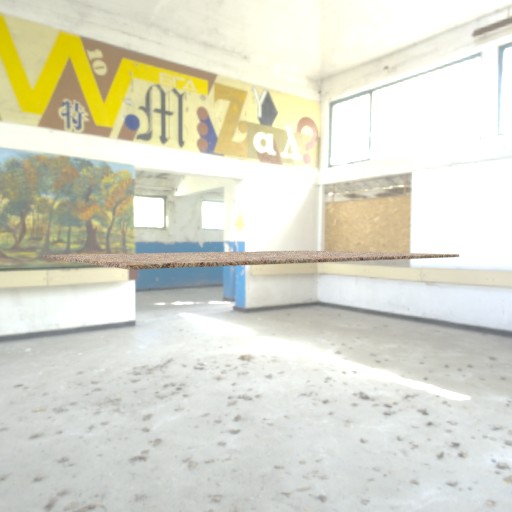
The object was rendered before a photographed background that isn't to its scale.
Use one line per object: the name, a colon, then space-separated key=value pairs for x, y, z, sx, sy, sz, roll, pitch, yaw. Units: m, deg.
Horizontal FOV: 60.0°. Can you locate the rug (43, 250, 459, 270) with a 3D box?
rug: x=0.000 y=0.000 z=2.916 sx=2.285 sy=0.019 sz=1.523 roll=-1 pitch=2 yaw=-36
